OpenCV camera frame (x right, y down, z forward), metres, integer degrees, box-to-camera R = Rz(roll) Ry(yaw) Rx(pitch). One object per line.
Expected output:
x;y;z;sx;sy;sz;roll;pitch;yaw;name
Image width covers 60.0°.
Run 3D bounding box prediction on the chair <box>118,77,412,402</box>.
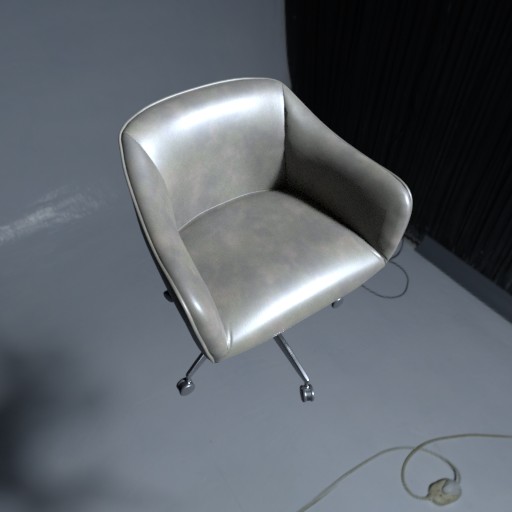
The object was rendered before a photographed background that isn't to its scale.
0.000;0.000;1.369;0.713;0.827;0.689;-26;52;-22;chair
